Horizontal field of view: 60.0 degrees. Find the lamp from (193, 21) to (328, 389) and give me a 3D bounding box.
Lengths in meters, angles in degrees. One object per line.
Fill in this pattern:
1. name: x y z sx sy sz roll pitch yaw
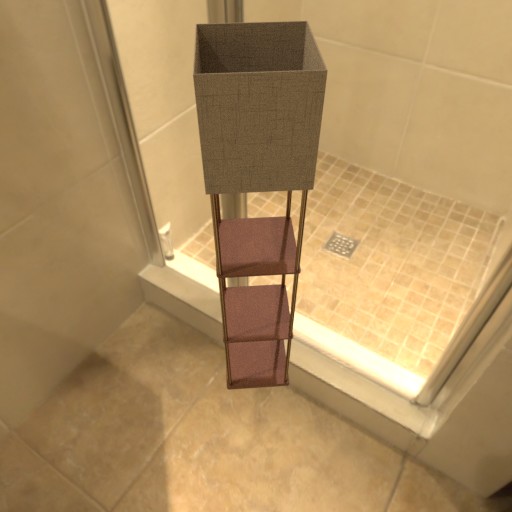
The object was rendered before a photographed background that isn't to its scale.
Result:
1. lamp: 0.000 0.000 1.695 0.310 1.569 0.308 -3 47 -3
